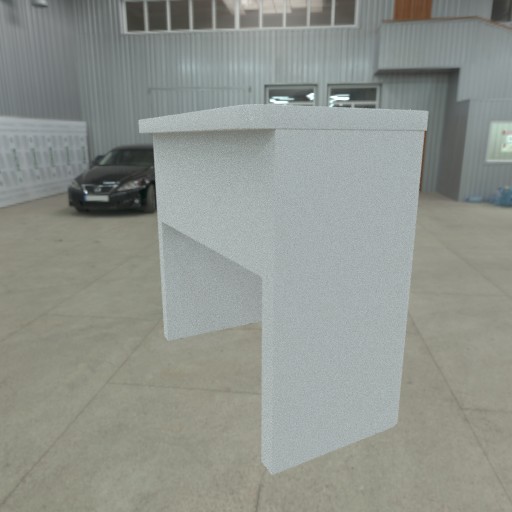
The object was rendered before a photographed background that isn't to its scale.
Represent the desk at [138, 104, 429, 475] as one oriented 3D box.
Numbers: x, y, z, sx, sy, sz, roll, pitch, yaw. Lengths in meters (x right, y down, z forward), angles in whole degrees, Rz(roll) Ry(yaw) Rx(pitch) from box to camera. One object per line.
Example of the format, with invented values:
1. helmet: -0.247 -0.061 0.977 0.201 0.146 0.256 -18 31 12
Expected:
1. desk: 0.000 0.000 1.267 0.446 0.760 0.790 -8 17 -27
